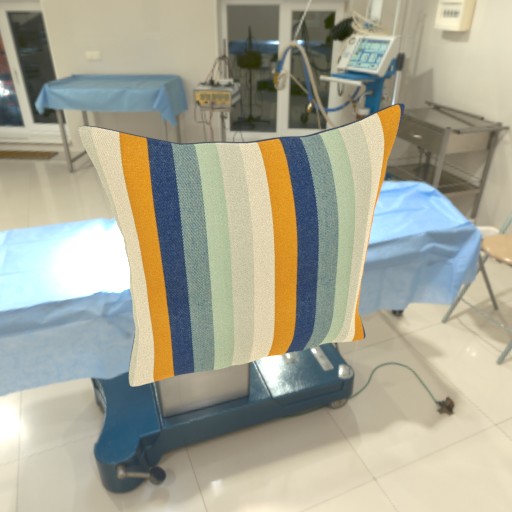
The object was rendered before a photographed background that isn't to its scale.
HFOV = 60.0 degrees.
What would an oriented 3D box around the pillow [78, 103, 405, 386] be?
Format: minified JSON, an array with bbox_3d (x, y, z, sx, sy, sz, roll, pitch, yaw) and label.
[{"bbox_3d":[0.000,0.000,0.723,0.463,0.454,0.173,-8,31,-14],"label":"pillow"}]
